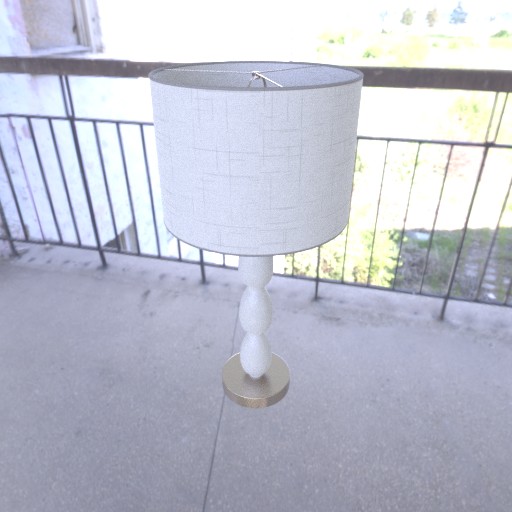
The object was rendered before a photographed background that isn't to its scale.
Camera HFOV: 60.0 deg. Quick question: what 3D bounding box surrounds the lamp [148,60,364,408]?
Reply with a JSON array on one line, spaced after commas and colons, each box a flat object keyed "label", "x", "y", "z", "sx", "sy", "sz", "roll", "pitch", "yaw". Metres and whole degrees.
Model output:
[{"label": "lamp", "x": 0.000, "y": 0.000, "z": 0.722, "sx": 0.280, "sy": 0.559, "sz": 0.282, "roll": 8, "pitch": 30, "yaw": 14}]
